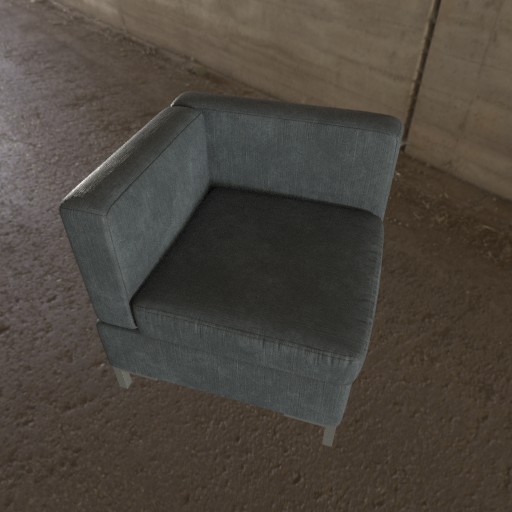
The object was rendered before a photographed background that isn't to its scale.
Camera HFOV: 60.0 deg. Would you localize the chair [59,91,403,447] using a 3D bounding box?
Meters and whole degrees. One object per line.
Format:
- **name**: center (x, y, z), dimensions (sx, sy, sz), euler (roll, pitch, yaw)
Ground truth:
- **chair**: center (0.000, 0.000, 1.252), dimensions (0.680, 0.660, 0.680), euler (11, 42, 13)
